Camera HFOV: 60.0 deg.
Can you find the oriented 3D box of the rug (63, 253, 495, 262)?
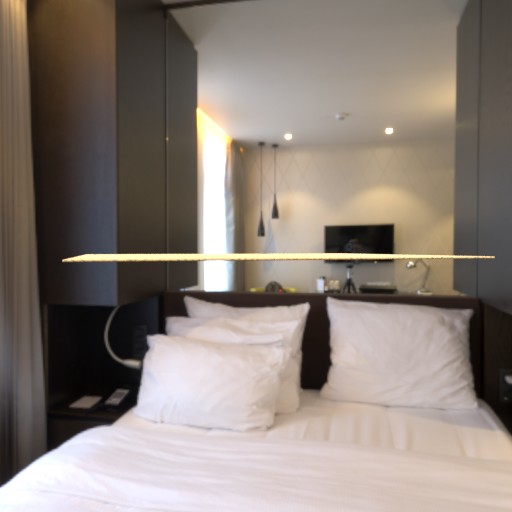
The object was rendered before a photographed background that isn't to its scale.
[{"bbox_3d":[0.000,0.000,4.079,3.049,0.015,2.457,0,1,-18],"label":"rug"}]
